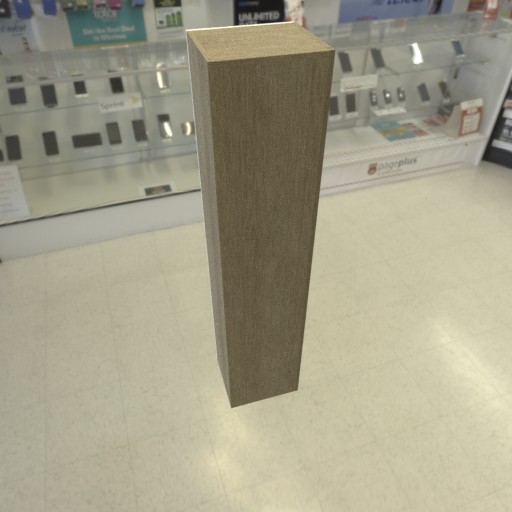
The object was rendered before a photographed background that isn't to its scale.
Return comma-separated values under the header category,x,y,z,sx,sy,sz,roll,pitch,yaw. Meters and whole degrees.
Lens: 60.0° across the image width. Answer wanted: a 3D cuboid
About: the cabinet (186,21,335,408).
category,x,y,z,sx,sy,sz,roll,pitch,yaw
cabinet,0.000,0.000,1.540,0.300,1.400,0.270,-11,42,-13
